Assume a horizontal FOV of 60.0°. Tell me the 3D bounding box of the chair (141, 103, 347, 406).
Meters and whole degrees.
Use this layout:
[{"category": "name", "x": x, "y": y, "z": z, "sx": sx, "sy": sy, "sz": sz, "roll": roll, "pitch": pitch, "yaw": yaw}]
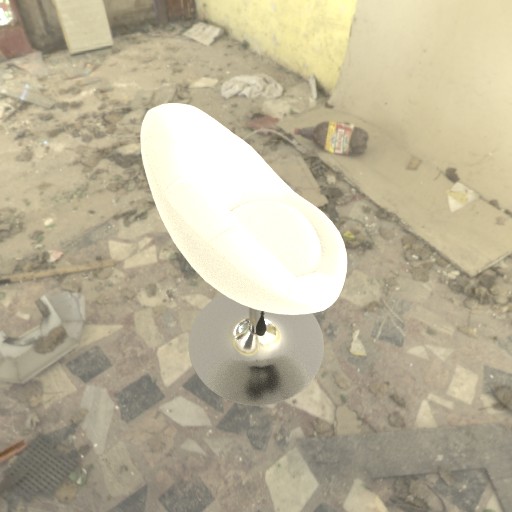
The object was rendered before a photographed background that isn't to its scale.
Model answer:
[{"category": "chair", "x": 0.000, "y": 0.000, "z": 1.847, "sx": 0.736, "sy": 1.261, "sz": 0.940, "roll": -11, "pitch": 47, "yaw": -10}]
